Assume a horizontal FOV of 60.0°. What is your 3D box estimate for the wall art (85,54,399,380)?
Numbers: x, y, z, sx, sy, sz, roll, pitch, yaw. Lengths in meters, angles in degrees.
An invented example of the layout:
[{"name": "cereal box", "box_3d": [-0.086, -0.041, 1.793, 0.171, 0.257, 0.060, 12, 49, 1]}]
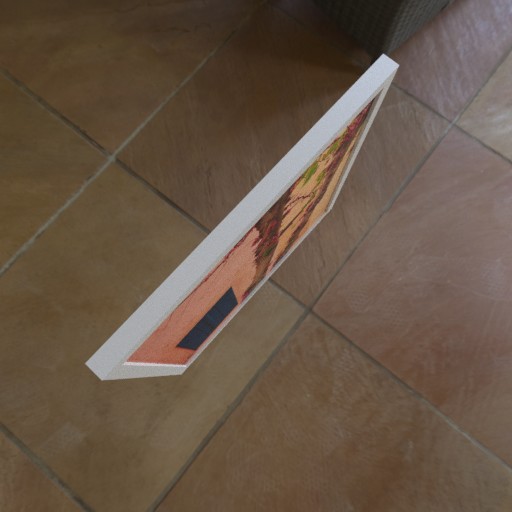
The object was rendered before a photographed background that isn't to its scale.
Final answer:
[{"name": "wall art", "box_3d": [0.000, 0.000, 1.131, 0.038, 0.762, 0.762, 41, 79, 9]}]
